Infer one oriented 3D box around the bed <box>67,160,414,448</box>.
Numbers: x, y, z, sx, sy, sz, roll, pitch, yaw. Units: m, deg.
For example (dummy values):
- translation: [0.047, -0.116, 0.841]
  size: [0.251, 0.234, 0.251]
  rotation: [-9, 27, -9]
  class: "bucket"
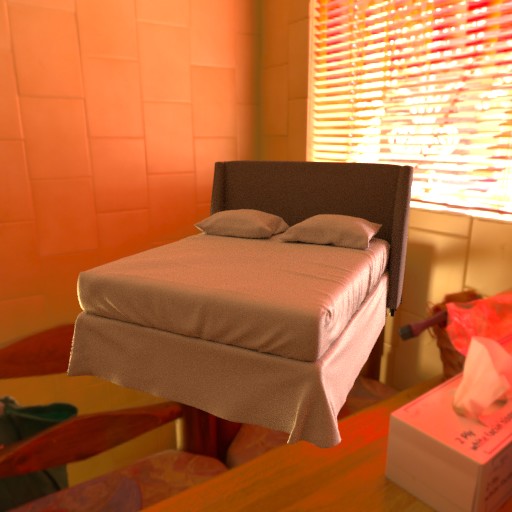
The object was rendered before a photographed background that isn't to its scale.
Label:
- translation: [0.000, 0.000, 3.370]
  size: [1.925, 1.332, 2.276]
  rotation: [7, 16, 25]
  class: "bed"
